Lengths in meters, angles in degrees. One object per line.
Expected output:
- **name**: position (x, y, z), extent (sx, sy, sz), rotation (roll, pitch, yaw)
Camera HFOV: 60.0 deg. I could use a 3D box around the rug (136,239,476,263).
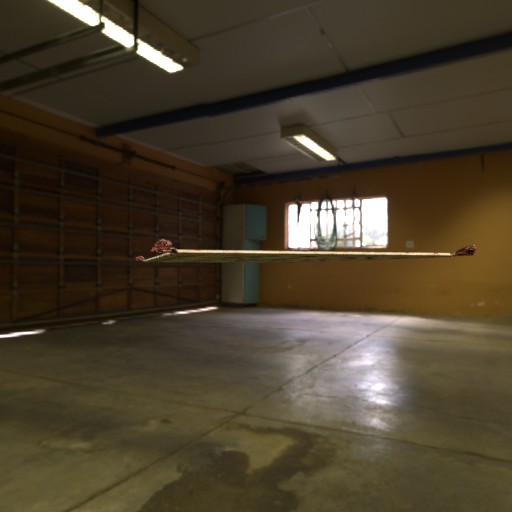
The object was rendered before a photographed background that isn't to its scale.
- **rug**: position (0.000, 0.000, 3.396), extent (1.741, 0.066, 2.672), rotation (1, -2, -17)
